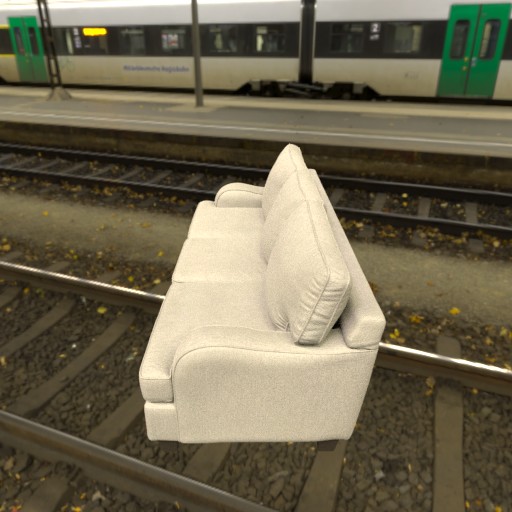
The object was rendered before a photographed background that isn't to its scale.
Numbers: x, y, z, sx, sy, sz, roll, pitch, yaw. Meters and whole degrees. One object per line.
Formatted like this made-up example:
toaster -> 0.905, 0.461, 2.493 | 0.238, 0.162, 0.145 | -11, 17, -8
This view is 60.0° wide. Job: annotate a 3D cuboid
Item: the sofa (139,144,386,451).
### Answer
sofa -> 0.000, 0.000, 2.859 | 1.016, 0.991, 2.323 | 0, 26, 0
